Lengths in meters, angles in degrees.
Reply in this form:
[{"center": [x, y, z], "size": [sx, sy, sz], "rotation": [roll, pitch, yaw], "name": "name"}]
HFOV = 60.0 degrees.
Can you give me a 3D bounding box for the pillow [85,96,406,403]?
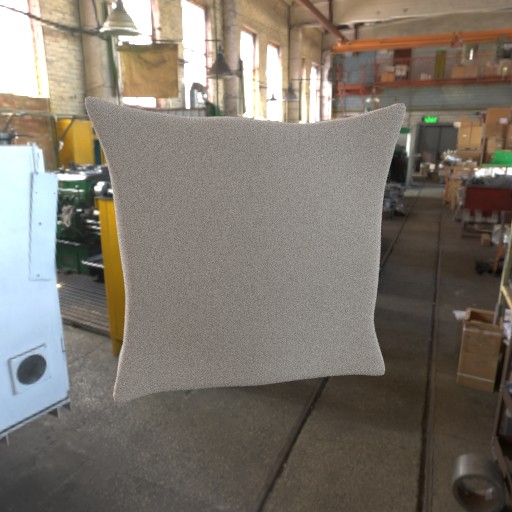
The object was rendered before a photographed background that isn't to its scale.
[{"center": [0.000, 0.000, 0.767], "size": [0.514, 0.513, 0.163], "rotation": [-3, 15, -11], "name": "pillow"}]
